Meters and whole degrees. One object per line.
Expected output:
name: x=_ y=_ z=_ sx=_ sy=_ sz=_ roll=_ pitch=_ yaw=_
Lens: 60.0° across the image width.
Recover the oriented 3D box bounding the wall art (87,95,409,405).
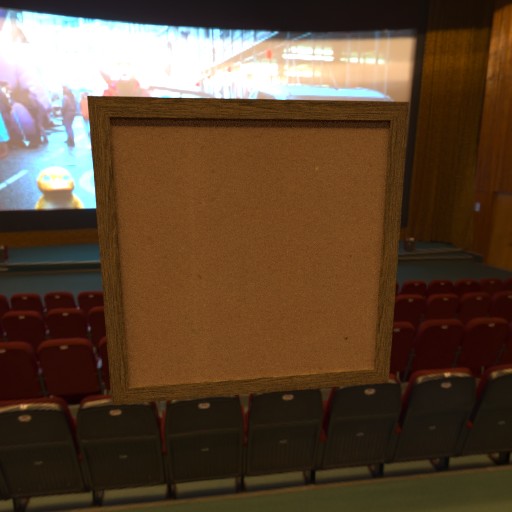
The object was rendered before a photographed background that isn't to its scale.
wall art: x=0.000 y=0.000 z=0.758 sx=0.508 sy=0.508 sz=0.019 roll=-2 pitch=13 yaw=-9
